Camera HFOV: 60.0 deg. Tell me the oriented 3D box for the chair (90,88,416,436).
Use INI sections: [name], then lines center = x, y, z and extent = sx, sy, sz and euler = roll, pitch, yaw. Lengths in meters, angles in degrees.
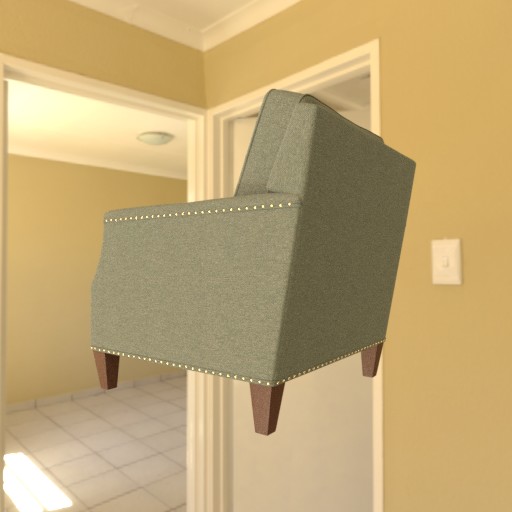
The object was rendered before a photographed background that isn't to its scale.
[chair]
center = 0.000, 0.000, 1.794
extent = 1.031, 1.031, 0.885
euler = 0, -1, 36
